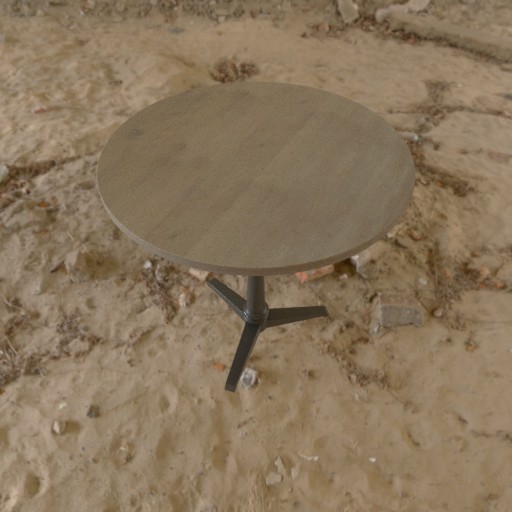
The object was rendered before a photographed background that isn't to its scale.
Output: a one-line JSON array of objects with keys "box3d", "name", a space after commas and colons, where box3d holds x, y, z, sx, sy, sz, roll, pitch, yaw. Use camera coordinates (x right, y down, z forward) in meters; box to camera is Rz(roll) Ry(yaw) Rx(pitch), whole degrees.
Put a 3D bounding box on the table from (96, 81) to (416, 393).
[{"box3d": [0.000, 0.000, 1.427, 0.800, 0.780, 0.800, 0, 47, 0], "name": "table"}]
